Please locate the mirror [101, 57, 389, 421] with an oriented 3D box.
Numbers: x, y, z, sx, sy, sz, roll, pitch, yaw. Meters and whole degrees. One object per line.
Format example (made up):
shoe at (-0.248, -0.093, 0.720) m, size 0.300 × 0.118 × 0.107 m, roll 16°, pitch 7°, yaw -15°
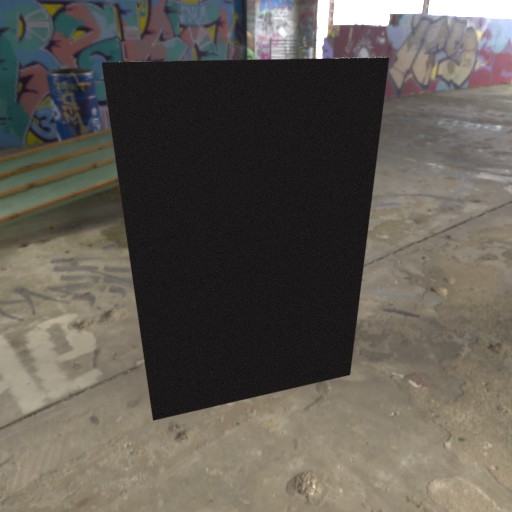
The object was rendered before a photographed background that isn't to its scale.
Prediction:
mirror at (0.000, 0.000, 1.125) m, size 0.613 × 0.914 × 0.039 m, roll -8°, pitch 28°, yaw -16°
